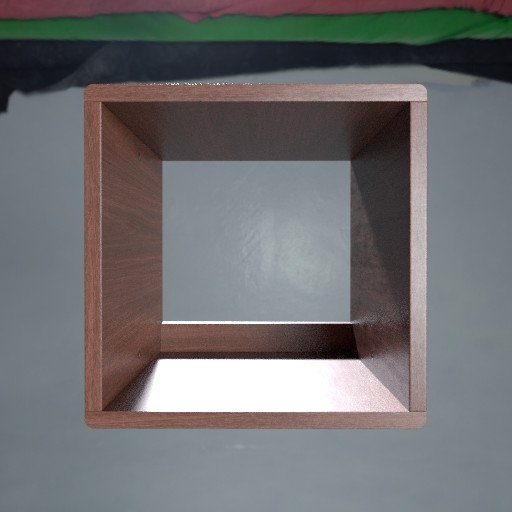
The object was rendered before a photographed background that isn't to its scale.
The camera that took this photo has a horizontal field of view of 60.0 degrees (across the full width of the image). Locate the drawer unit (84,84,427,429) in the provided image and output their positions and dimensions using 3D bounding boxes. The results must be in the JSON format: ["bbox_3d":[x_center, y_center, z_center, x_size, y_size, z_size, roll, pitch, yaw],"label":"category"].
[{"bbox_3d":[0.000,0.000,0.596,0.349,0.351,0.290,0,0,0],"label":"drawer unit"}]
